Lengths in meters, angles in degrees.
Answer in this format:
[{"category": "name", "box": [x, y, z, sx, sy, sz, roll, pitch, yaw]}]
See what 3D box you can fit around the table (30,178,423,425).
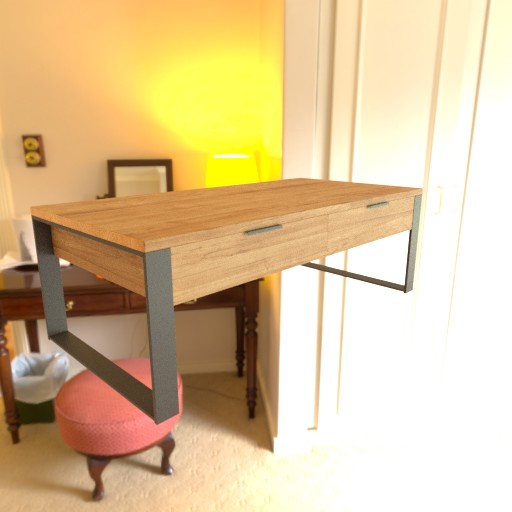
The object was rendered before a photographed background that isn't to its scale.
[{"category": "table", "box": [0.000, 0.000, 1.481, 0.590, 0.400, 1.180, 15, 21, 43]}]
